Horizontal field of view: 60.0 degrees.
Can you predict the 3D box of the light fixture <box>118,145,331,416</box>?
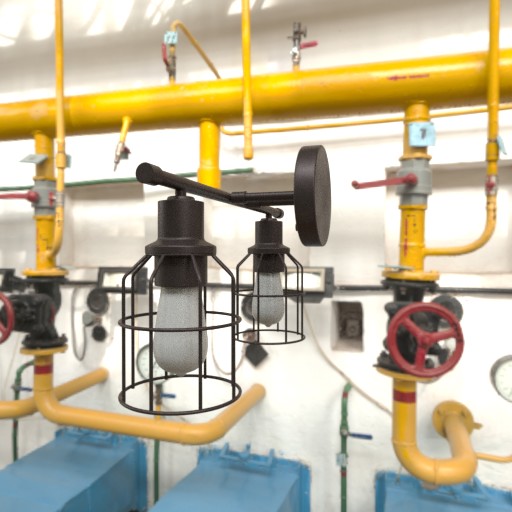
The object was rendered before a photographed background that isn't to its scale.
[{"bbox_3d":[0.000,0.000,0.538,0.165,0.254,0.406,0,1,18],"label":"light fixture"}]
